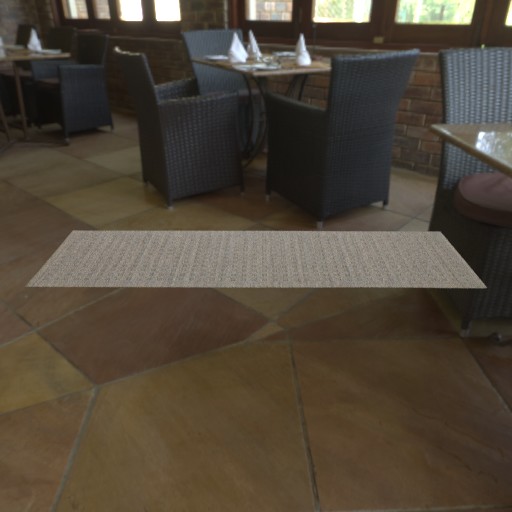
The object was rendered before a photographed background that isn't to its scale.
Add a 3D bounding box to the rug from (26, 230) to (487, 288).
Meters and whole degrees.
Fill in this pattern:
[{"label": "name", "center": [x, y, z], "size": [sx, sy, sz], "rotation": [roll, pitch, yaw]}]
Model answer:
[{"label": "rug", "center": [0.000, 0.000, 2.642], "size": [2.437, 0.005, 0.688], "rotation": [0, 29, 0]}]
